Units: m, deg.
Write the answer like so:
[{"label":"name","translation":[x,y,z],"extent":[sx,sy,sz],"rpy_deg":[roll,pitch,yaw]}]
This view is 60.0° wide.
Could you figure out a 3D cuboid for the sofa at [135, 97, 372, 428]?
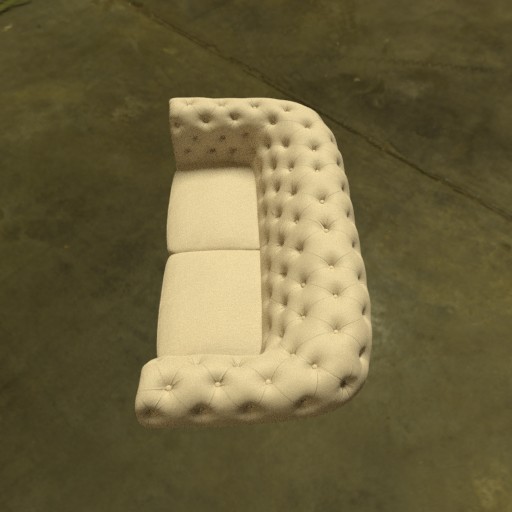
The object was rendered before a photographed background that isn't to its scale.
[{"label":"sofa","translation":[0.000,0.000,2.573],"extent":[1.069,0.835,1.988],"rpy_deg":[-2,57,-1]}]
